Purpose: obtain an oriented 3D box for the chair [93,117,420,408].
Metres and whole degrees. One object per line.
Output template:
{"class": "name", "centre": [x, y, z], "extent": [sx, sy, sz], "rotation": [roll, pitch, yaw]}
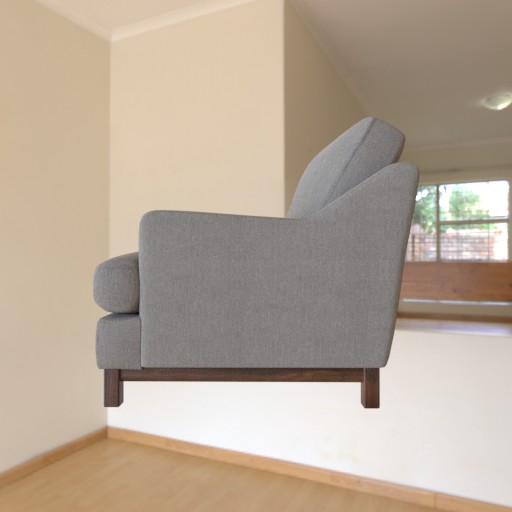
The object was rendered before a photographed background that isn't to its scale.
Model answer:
{"class": "chair", "centre": [0.000, 0.000, 1.575], "extent": [0.892, 0.821, 0.826], "rotation": [0, -1, 1]}
